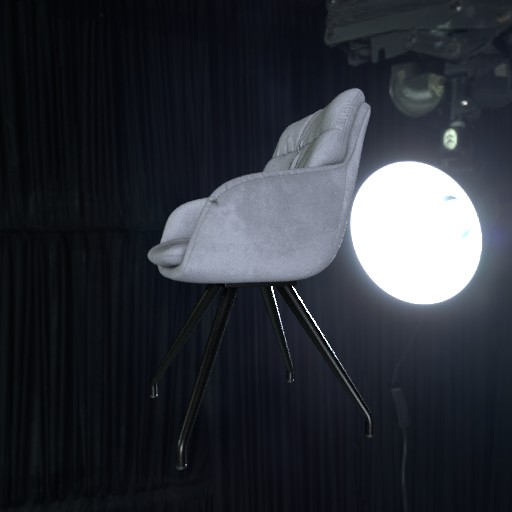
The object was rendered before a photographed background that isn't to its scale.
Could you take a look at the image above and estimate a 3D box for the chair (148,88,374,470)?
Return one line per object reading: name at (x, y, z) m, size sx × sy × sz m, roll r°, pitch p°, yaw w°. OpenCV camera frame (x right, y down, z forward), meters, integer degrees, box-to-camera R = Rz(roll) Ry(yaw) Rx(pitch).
chair at (0.000, 0.000, 1.245) m, size 0.569 × 0.888 × 0.579 m, roll 0°, pitch 1°, yaw -20°
